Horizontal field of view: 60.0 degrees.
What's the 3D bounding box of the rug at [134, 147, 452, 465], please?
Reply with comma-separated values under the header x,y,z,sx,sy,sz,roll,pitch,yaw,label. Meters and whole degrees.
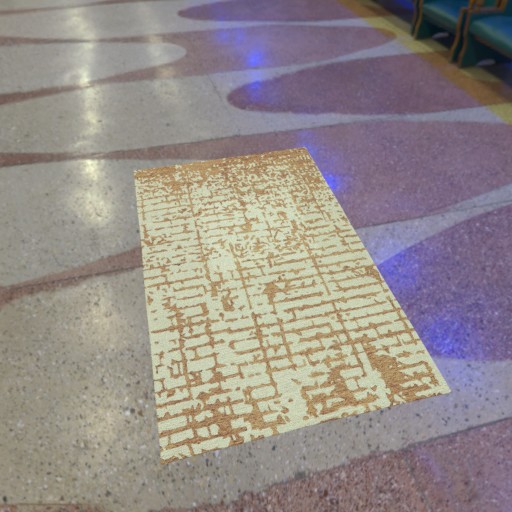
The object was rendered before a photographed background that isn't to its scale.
x,y,z,sx,sy,sz,roll,pitch,yaw,label
0.000,0.000,3.024,1.517,0.011,2.435,-10,47,-10,rug
